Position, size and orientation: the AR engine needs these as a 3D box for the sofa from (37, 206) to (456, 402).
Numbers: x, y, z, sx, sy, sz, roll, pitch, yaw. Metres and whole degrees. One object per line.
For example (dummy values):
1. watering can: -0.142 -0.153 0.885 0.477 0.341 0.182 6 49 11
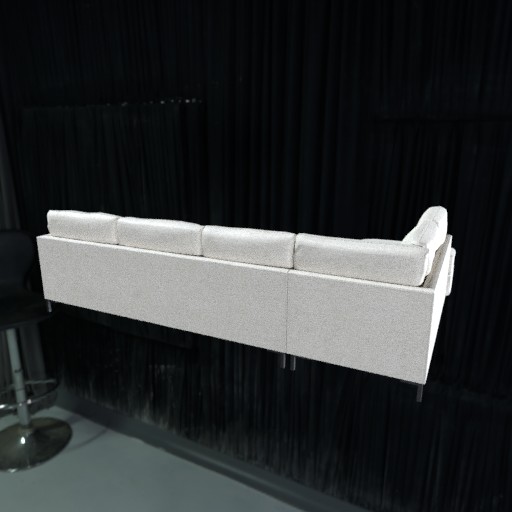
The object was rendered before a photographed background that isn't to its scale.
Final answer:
1. sofa: 0.000 0.000 4.200 3.384 0.996 2.048 7 17 25
